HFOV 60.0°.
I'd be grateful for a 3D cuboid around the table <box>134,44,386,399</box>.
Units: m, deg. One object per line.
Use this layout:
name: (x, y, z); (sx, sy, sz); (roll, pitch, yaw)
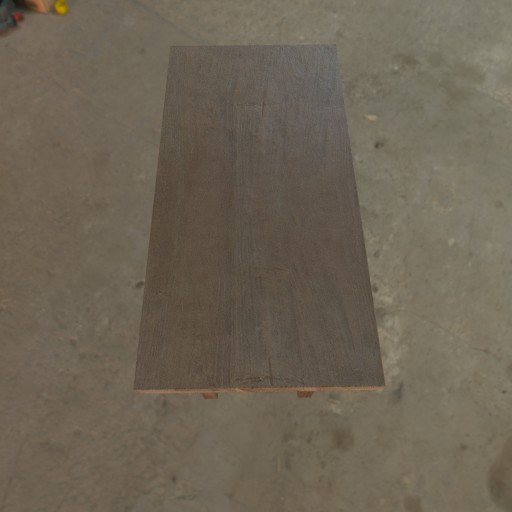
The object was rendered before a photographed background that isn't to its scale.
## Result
table: (0.000, 0.000, 1.635); (0.556, 0.914, 1.119); (-1, 63, 0)
